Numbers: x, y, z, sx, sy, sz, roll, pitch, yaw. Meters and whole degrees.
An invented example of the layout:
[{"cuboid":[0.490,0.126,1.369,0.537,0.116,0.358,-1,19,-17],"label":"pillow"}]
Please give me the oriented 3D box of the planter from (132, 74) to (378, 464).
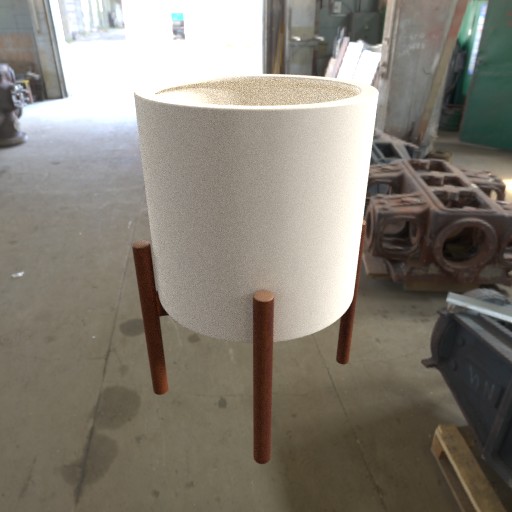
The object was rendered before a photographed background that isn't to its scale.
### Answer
[{"cuboid":[0.000,0.000,0.934,0.417,0.670,0.417,19,34,32],"label":"planter"}]
